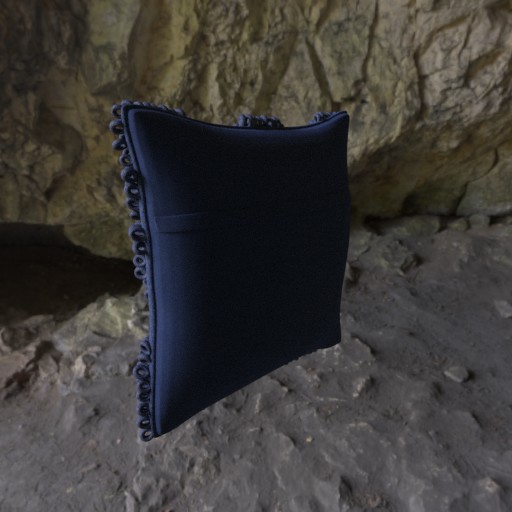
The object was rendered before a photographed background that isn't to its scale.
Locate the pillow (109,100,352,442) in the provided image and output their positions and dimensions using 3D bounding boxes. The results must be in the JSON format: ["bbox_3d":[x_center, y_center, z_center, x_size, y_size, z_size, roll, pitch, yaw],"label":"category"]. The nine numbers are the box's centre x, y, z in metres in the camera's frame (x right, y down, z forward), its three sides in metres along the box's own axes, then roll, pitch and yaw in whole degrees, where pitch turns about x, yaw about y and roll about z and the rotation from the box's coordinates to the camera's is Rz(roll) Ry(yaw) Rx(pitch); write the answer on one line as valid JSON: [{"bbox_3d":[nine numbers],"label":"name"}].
[{"bbox_3d":[0.000,0.000,0.726,0.469,0.466,0.172,-15,21,-42],"label":"pillow"}]
